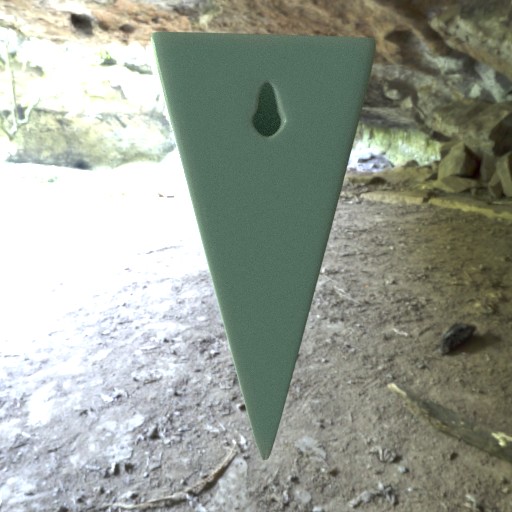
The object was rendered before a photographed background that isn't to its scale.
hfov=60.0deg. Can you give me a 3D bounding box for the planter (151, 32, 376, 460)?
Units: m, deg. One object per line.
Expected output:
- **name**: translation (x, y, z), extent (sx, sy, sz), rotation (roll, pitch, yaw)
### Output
- **planter**: translation (0.000, 0.000, 0.208), extent (0.080, 0.178, 0.064), rotation (-2, 16, -7)
